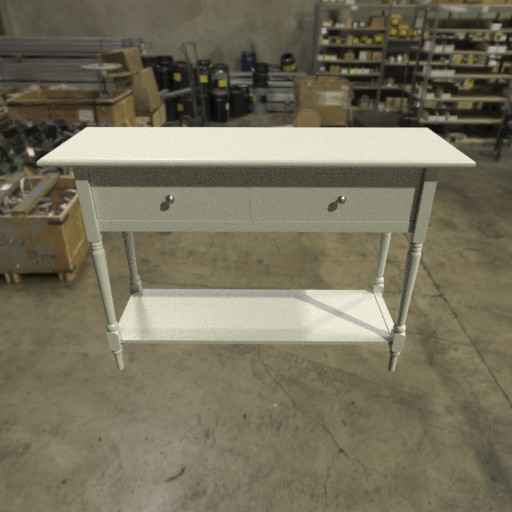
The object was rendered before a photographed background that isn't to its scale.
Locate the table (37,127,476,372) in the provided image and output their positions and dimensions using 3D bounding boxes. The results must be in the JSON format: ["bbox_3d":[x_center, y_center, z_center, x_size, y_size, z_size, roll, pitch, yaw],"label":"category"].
[{"bbox_3d":[0.000,0.000,1.567,1.197,0.808,0.384,0,29,0],"label":"table"}]
